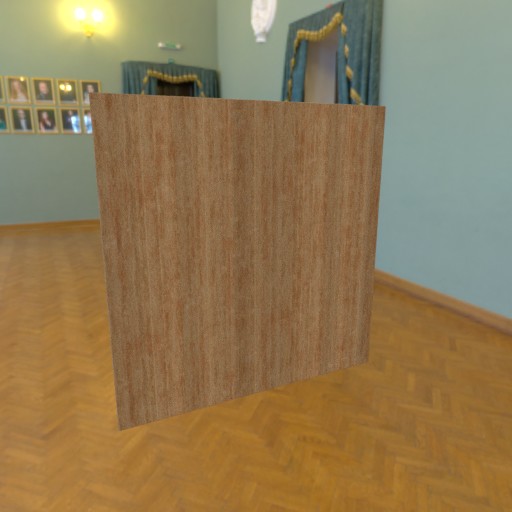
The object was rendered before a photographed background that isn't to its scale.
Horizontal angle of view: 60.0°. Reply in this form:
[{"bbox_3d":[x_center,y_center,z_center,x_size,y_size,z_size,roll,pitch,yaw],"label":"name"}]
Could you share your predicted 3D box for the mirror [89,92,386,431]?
[{"bbox_3d":[0.000,0.000,0.984,0.651,0.651,0.047,-7,16,-26],"label":"mirror"}]
